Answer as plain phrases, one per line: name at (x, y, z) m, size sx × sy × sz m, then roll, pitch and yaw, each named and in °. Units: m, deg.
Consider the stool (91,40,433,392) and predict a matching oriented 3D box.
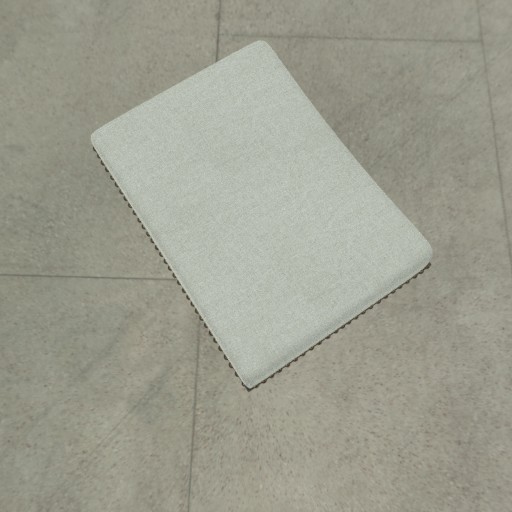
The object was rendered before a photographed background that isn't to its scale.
stool at (0.000, 0.000, 1.033) m, size 0.358 × 0.759 × 0.498 m, roll -33°, pitch 77°, yaw -9°
